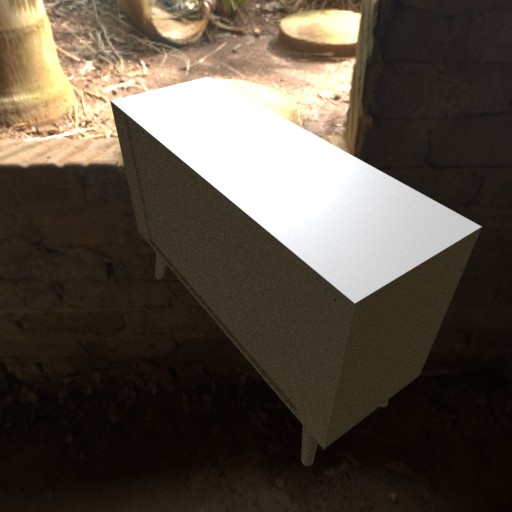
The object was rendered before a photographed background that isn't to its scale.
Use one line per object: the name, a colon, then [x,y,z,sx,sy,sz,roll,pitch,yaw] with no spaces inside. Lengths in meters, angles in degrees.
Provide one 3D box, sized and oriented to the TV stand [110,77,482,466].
TV stand: [0.000,0.000,1.548,0.406,0.812,1.193,-25,47,-26]
